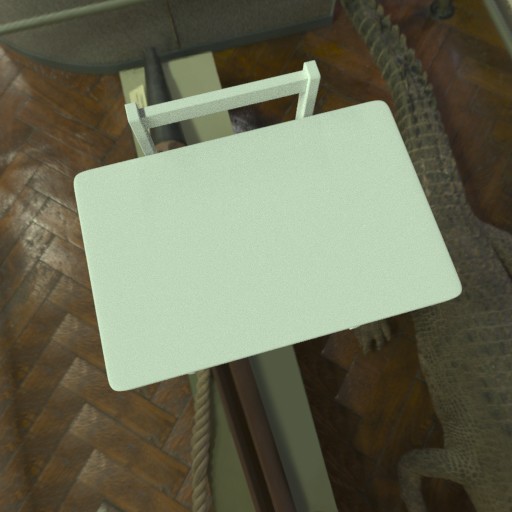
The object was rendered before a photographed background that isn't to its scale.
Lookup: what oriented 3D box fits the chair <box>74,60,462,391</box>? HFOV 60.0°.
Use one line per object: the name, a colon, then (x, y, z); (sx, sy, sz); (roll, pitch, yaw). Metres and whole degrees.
chair: (0.000, 0.000, 1.035); (0.599, 0.673, 0.461); (-15, 75, -4)
